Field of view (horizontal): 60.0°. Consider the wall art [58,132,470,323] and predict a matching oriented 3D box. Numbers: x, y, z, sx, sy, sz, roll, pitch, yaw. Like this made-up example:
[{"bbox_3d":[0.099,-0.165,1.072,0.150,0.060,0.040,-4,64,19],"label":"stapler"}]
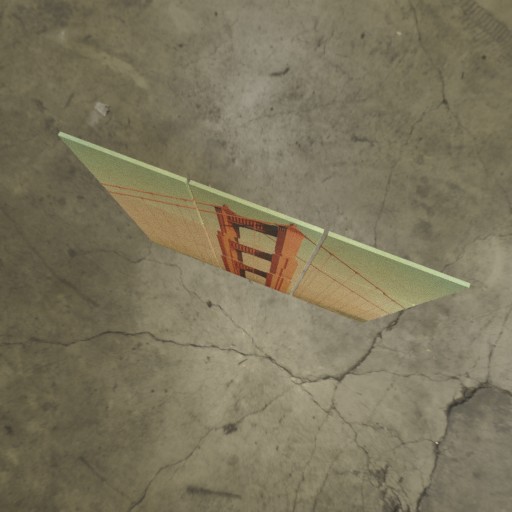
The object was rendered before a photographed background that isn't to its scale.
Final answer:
[{"bbox_3d":[0.000,0.000,1.815,1.214,1.219,0.013,21,78,5],"label":"wall art"}]
